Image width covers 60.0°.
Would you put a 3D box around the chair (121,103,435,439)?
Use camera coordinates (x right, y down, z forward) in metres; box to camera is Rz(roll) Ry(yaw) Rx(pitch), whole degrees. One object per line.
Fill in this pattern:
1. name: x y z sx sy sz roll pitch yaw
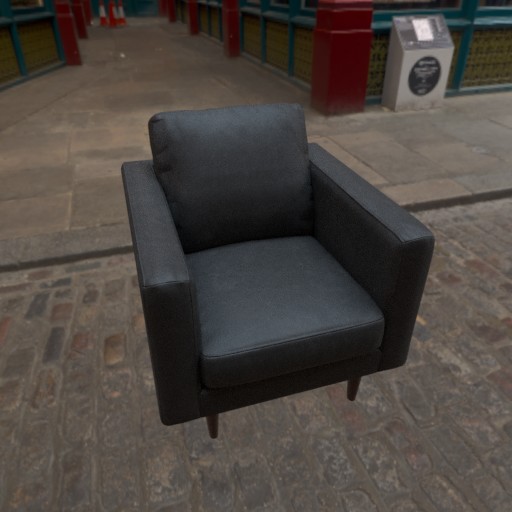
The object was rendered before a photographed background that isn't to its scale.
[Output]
1. chair: 0.000 0.000 1.576 0.831 0.898 0.879 -10 33 -15
